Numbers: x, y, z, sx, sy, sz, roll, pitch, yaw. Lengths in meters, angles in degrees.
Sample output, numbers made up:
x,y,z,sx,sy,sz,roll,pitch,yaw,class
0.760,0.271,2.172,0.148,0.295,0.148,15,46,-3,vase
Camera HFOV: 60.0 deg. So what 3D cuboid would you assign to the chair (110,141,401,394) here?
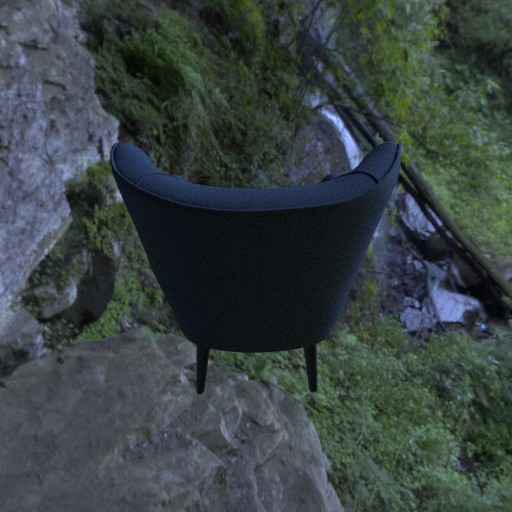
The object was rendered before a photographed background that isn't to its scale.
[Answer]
x,y,z,sx,sy,sz,roll,pitch,yaw,class
0.000,0.000,1.582,0.781,0.933,0.888,-1,32,-1,chair
